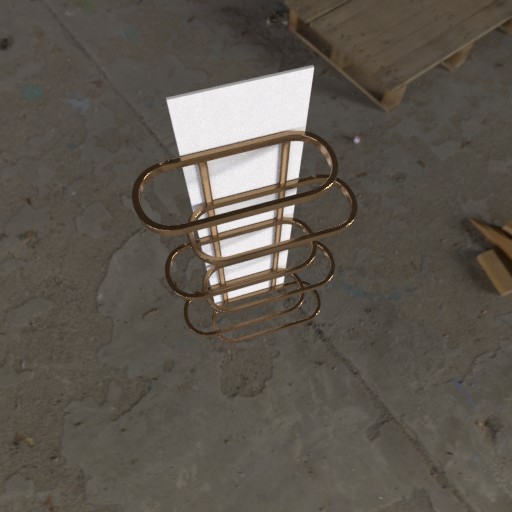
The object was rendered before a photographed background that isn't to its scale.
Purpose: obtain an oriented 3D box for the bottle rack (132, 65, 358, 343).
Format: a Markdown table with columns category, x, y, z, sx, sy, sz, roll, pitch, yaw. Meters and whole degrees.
| category | x | y | z | sx | sy | sz | roll | pitch | yaw |
| --- | --- | --- | --- | --- | --- | --- | --- | --- | --- |
| bottle rack | 0.000 | 0.000 | 0.818 | 0.332 | 0.709 | 0.118 | -16 | 65 | -8 |
